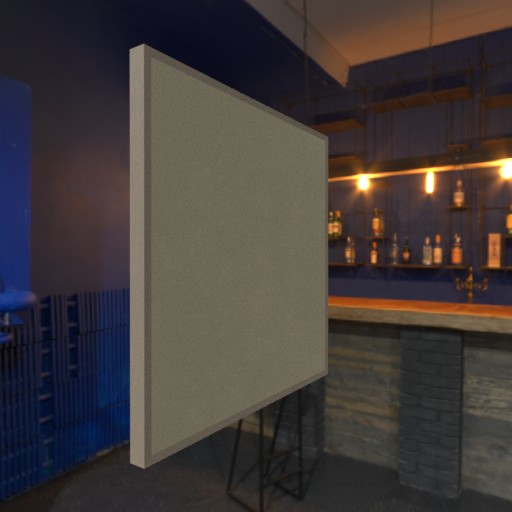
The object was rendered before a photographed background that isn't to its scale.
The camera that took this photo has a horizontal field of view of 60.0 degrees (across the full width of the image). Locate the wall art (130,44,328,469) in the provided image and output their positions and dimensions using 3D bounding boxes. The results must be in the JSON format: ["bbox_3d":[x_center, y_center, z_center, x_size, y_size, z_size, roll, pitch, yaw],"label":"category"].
[{"bbox_3d":[0.000,0.000,1.116,0.038,0.758,0.761,0,0,34],"label":"wall art"}]
